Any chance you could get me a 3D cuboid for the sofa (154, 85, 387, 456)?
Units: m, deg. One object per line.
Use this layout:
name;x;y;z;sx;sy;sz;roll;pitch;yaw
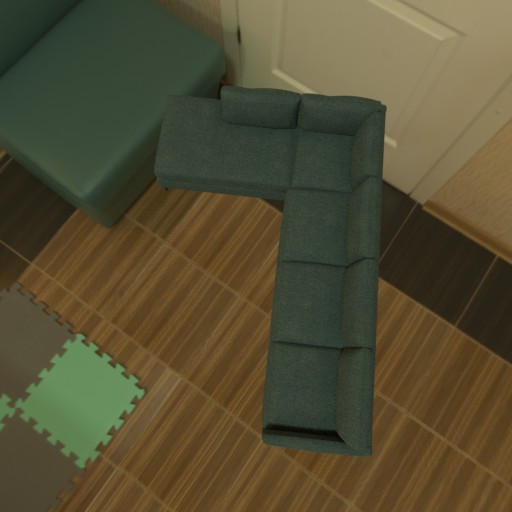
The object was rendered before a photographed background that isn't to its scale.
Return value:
sofa;0.000;0.000;3.761;2.007;0.815;2.949;6;76;2
